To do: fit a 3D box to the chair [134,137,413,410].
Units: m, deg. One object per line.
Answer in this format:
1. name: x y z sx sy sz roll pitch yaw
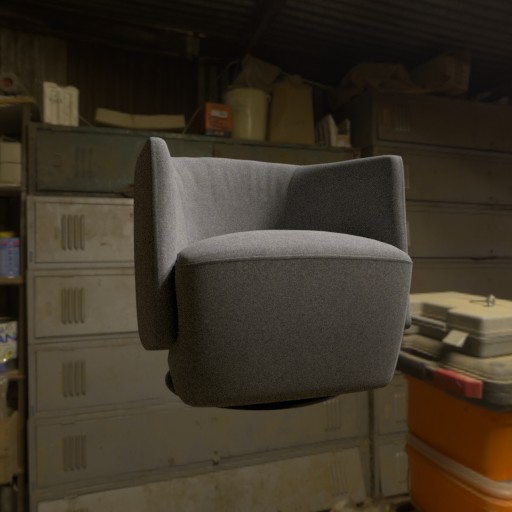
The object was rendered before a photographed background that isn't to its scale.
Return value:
1. chair: 0.000 0.000 1.566 0.822 0.861 0.986 0 1 -18
